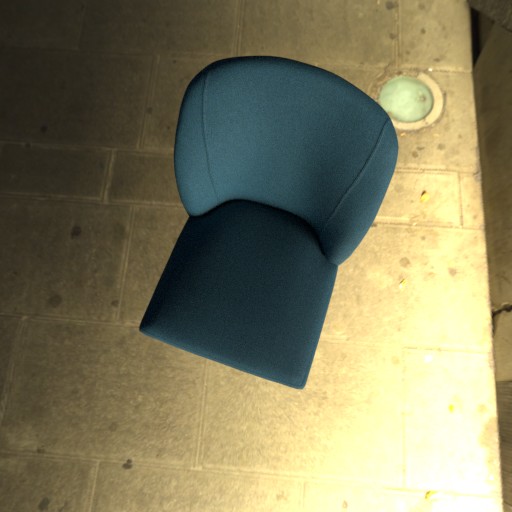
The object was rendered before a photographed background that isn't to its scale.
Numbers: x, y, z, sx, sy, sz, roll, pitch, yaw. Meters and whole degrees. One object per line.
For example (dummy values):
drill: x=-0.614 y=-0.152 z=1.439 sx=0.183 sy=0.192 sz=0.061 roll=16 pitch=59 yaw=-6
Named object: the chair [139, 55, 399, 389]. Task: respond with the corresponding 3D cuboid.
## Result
chair: x=0.000 y=0.000 z=1.251 sx=0.507 sy=0.879 sz=0.620 roll=19 pitch=76 yaw=5
